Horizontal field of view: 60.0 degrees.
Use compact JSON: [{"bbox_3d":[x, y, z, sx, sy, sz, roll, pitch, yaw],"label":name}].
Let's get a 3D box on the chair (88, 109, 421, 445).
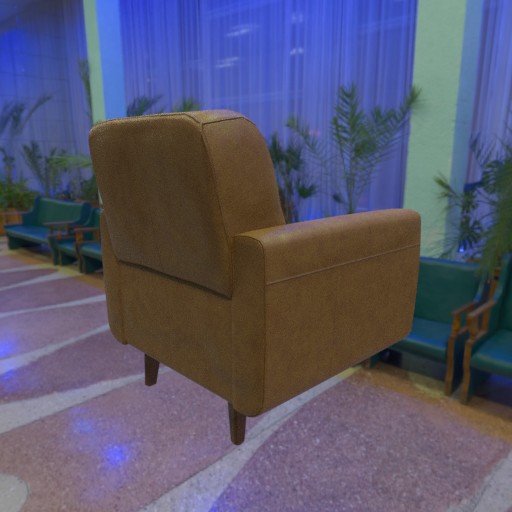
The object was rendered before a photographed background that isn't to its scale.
[{"bbox_3d":[0.000,0.000,1.626,0.845,0.968,0.942,13,18,43],"label":"chair"}]
